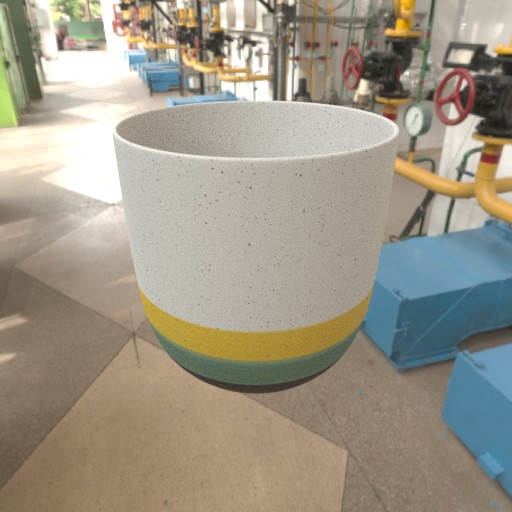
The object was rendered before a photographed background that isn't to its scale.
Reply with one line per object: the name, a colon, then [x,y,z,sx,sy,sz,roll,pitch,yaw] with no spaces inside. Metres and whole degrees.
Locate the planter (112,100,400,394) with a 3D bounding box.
planter: [0.000,0.000,0.361,0.195,0.214,0.195,0,28,0]
